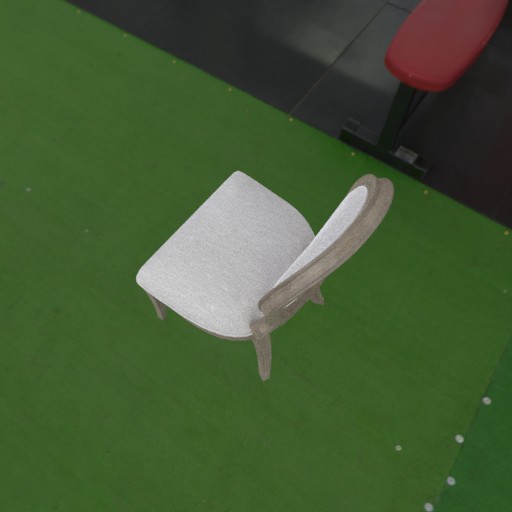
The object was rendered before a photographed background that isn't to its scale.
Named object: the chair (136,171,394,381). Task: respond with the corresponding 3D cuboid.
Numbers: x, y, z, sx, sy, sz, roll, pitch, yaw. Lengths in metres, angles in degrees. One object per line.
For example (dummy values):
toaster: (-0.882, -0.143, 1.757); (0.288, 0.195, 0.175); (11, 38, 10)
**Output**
chair: (0.000, 0.000, 1.389); (0.602, 0.990, 0.558); (34, 68, 16)
